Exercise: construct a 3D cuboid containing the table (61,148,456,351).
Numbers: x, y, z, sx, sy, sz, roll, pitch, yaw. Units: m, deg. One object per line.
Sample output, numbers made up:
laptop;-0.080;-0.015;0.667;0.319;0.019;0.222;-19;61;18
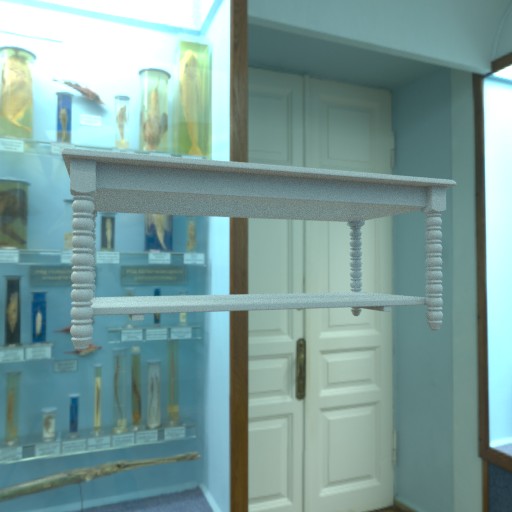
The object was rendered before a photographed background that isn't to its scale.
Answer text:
table;0.000;0.000;1.498;1.171;0.487;0.580;1;-2;-19
